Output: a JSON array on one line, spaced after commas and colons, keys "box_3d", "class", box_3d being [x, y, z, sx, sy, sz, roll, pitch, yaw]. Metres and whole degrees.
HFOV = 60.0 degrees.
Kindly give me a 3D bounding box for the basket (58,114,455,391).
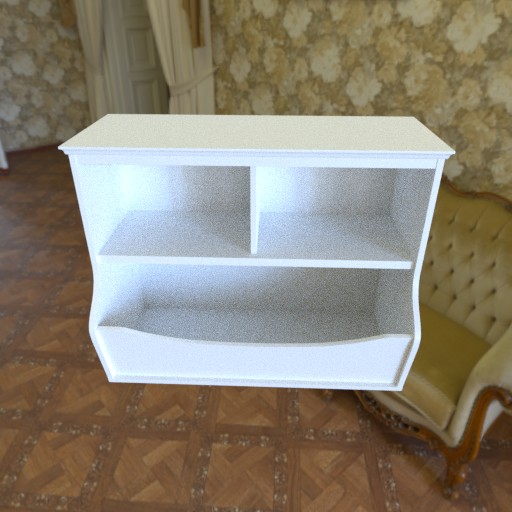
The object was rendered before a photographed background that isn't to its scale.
[{"box_3d": [0.000, 0.000, 1.140, 0.792, 0.625, 0.376, 1, 30, 2], "class": "basket"}]
